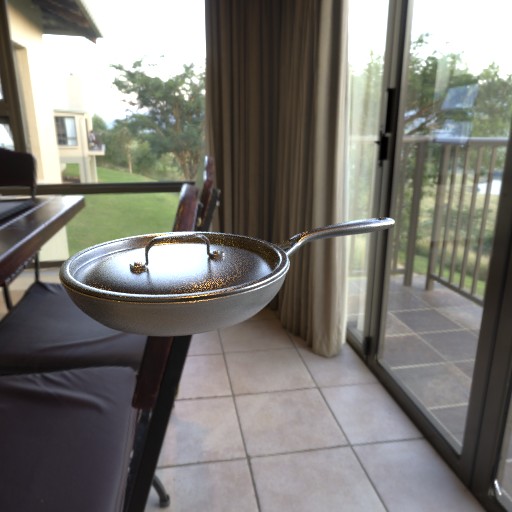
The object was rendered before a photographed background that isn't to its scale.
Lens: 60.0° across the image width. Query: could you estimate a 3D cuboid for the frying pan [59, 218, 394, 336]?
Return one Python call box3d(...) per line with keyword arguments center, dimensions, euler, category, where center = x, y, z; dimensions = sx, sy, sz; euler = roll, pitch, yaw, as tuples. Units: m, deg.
box3d(center=(0.000, 0.000, 0.600), dimensions=(0.490, 0.086, 0.272), euler=(-9, 19, -28), category="frying pan")
